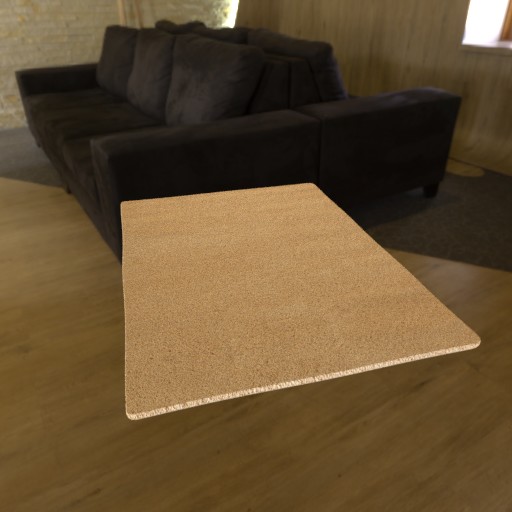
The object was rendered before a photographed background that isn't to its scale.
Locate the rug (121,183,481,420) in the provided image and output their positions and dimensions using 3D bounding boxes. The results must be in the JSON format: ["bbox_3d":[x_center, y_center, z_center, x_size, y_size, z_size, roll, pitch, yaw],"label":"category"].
[{"bbox_3d":[0.000,0.000,2.062,1.199,0.025,1.600,-8,31,-13],"label":"rug"}]
